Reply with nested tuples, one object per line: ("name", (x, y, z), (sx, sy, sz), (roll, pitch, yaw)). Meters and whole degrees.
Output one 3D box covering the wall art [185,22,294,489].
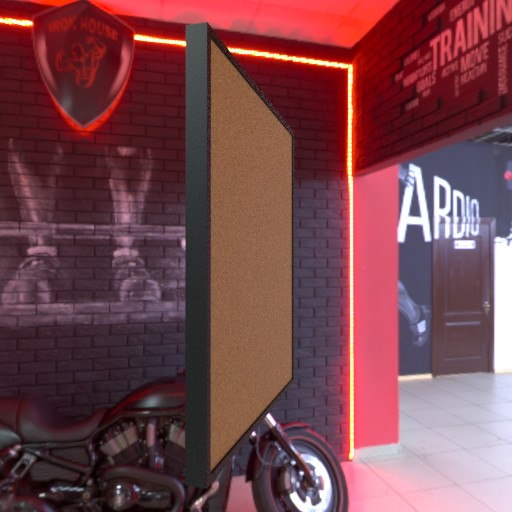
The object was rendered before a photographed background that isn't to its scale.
("wall art", (0.000, 0.000, 0.522), (0.019, 0.381, 0.330), (0, -1, 17))
